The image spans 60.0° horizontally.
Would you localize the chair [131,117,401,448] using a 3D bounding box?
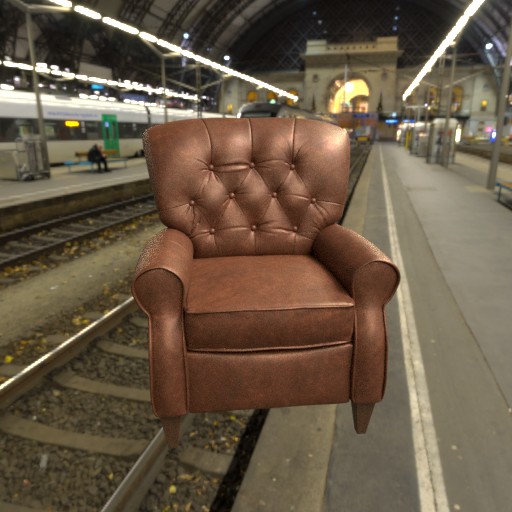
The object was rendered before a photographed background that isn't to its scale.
[{"bbox_3d":[0.000,0.000,1.907,0.979,1.162,1.031,-2,16,-6],"label":"chair"}]
